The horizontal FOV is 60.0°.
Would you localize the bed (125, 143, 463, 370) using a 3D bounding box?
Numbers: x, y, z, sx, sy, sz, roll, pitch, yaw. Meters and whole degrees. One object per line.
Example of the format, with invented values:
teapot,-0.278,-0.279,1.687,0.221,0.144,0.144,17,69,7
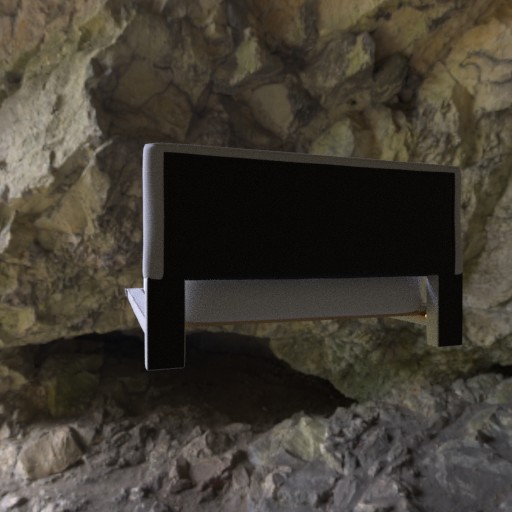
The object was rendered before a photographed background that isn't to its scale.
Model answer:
bed,0.000,0.000,3.386,1.840,1.067,2.368,0,0,-18
